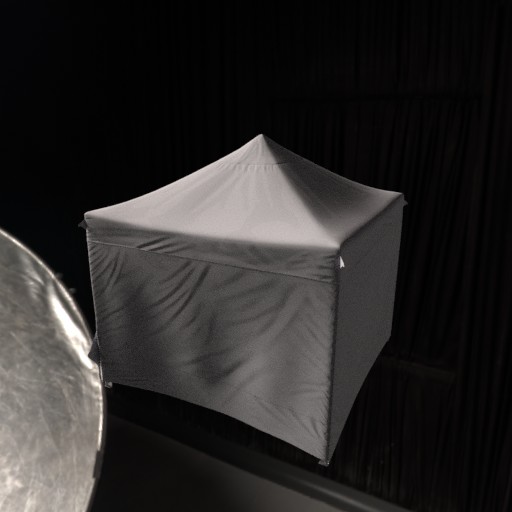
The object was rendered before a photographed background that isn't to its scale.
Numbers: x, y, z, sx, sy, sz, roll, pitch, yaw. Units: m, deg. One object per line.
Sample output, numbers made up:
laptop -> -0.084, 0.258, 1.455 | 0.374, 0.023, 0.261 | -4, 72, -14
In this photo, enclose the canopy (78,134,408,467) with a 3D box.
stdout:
canopy -> 0.000, 0.000, 5.654 | 3.121, 2.997, 3.043 | 9, 20, 26
